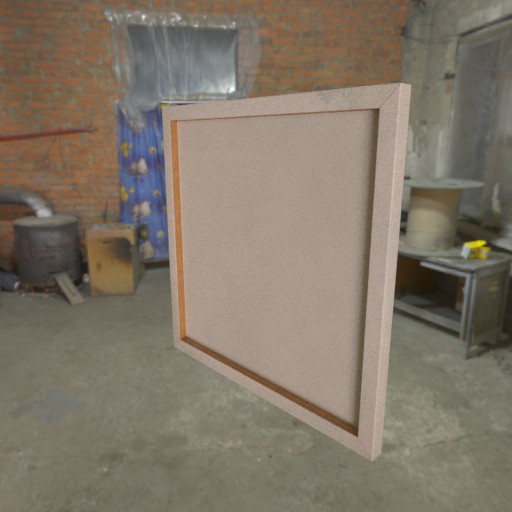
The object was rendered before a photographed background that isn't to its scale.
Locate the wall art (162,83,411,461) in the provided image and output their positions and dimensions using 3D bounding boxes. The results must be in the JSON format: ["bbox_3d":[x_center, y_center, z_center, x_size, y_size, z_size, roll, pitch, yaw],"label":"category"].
[{"bbox_3d":[0.000,0.000,1.134,0.038,0.762,0.762,-13,20,-42],"label":"wall art"}]
